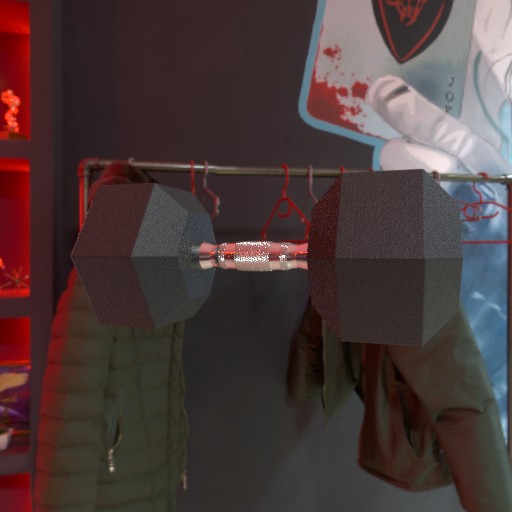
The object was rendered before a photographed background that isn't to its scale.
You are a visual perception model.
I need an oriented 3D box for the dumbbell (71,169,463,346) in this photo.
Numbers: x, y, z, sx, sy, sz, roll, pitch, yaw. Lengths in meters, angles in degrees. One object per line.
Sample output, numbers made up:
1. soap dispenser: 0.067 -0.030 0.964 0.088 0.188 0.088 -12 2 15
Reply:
1. dumbbell: 0.000 0.000 0.329 0.271 0.106 0.122 0 1 18
